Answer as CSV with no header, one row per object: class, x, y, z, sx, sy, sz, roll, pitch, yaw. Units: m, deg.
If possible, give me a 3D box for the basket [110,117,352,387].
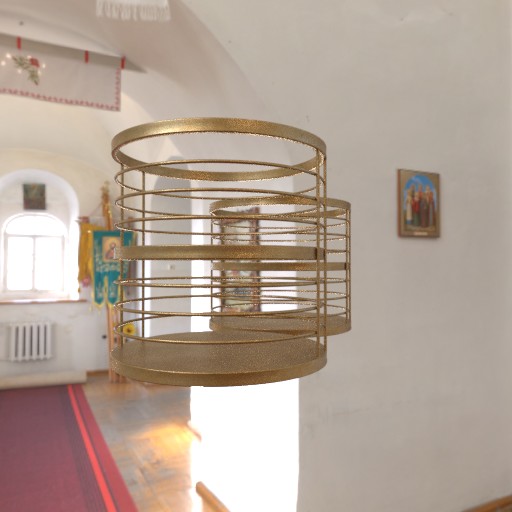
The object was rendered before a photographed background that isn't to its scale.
basket,0.000,0.000,0.938,0.356,0.351,0.746,0,-1,18
